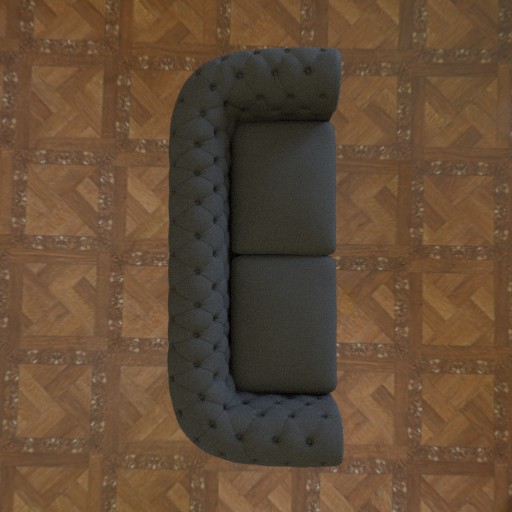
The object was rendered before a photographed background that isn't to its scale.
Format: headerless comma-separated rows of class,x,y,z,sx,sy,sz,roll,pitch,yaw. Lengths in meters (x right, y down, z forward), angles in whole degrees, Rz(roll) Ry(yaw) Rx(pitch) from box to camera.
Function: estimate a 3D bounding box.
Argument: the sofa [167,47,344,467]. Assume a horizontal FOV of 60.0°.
sofa,0.000,0.000,2.759,0.991,0.762,2.362,0,88,0
